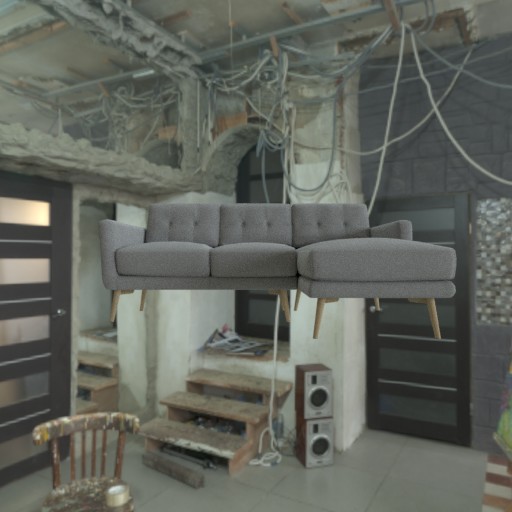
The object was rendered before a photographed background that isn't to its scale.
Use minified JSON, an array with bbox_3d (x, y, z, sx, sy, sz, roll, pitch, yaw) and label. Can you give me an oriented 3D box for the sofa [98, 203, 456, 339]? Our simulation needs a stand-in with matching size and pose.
[{"bbox_3d":[0.000,0.000,2.965,2.040,0.860,1.530,0,0,0],"label":"sofa"}]
